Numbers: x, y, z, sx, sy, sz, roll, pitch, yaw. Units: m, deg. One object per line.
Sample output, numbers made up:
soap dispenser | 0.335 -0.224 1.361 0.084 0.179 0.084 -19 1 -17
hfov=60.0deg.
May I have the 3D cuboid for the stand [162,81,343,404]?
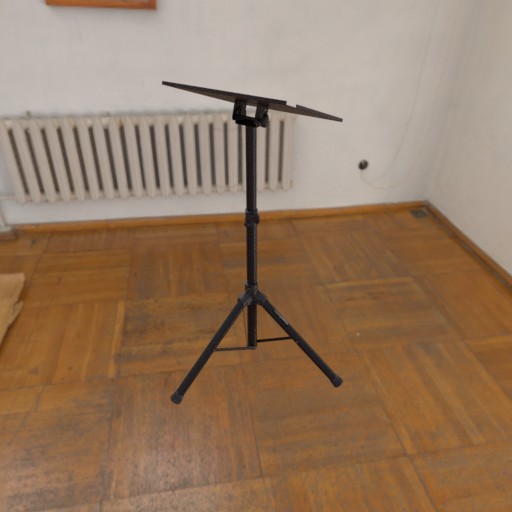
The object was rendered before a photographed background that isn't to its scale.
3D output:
stand | 0.000 0.000 1.638 0.702 1.198 0.702 21 38 30
